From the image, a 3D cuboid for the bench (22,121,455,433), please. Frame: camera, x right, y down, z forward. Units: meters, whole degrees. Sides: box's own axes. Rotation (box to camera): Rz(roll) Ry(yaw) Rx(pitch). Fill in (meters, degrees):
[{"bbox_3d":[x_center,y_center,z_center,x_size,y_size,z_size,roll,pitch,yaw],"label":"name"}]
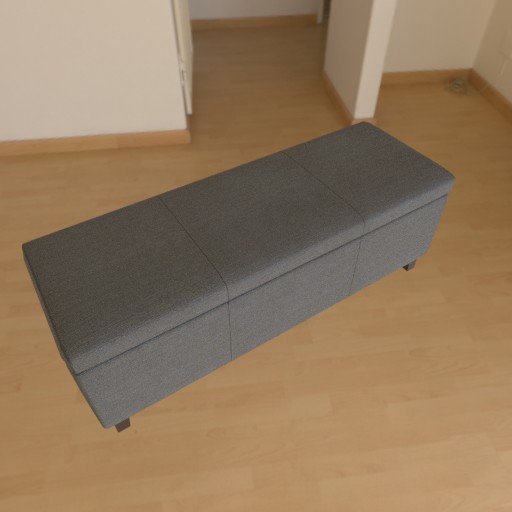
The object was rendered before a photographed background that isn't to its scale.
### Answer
[{"bbox_3d":[0.000,0.000,1.450,1.269,0.438,0.446,-25,50,-22],"label":"bench"}]
